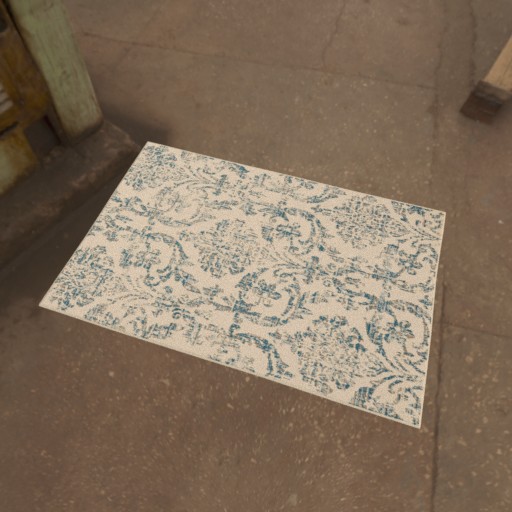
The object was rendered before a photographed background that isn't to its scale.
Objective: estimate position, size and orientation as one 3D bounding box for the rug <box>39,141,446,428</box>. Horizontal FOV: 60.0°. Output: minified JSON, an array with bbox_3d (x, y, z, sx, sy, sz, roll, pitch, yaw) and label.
[{"bbox_3d":[0.000,0.000,2.313,1.831,0.012,1.213,15,58,10],"label":"rug"}]
